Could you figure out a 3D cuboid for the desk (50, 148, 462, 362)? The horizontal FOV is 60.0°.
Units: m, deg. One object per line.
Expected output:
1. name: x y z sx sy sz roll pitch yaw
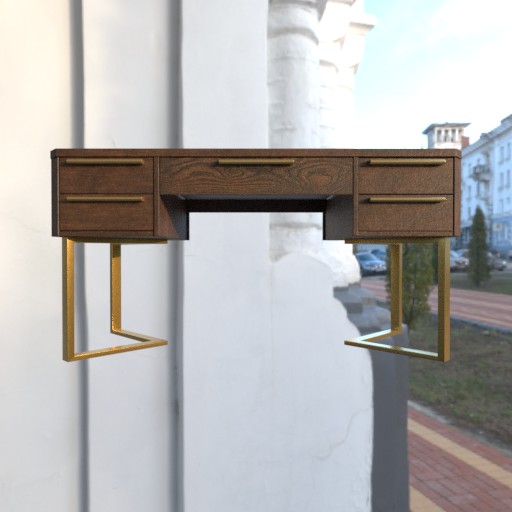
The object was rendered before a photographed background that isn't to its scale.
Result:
1. desk: 0.000 0.000 1.879 1.479 0.762 0.684 0 1 0
